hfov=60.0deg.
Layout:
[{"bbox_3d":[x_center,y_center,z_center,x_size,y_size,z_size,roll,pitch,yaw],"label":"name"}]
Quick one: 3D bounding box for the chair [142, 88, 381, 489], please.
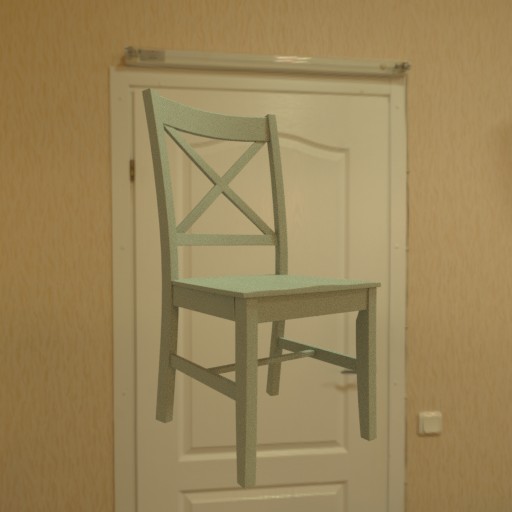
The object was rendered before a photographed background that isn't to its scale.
[{"bbox_3d":[0.000,0.000,1.274,0.485,0.983,0.542,-1,2,-35],"label":"chair"}]
